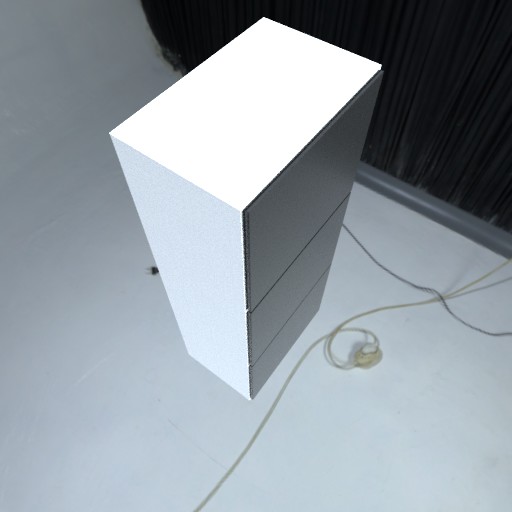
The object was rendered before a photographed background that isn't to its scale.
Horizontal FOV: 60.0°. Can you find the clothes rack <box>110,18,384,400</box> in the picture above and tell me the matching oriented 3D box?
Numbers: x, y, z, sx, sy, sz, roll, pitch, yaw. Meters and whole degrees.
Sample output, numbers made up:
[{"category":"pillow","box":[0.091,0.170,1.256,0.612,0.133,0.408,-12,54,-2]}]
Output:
[{"category":"clothes rack","box":[0.000,0.000,1.400,0.330,1.187,0.500,32,63,19]}]
